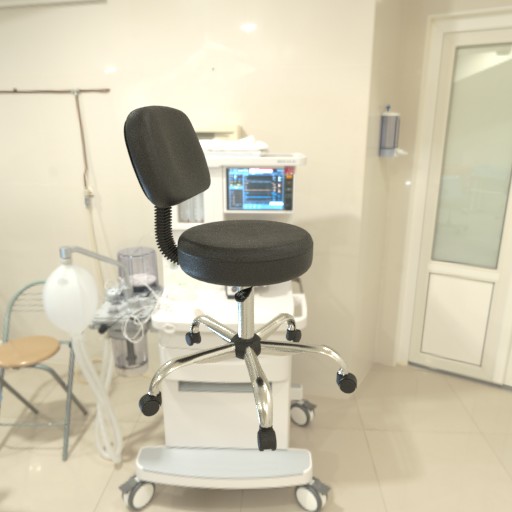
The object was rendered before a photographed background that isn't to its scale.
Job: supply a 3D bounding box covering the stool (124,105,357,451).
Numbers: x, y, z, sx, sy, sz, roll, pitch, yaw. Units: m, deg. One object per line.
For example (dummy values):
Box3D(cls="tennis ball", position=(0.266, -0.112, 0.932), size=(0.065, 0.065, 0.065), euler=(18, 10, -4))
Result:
Box3D(cls="stool", position=(0.000, 0.000, 1.336), size=(0.648, 0.862, 0.673), euler=(3, 17, 9))
